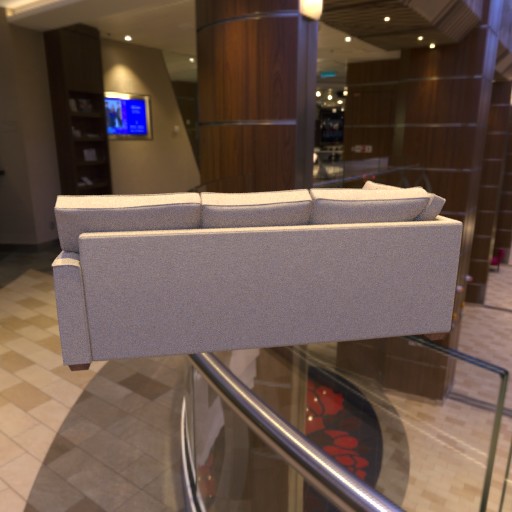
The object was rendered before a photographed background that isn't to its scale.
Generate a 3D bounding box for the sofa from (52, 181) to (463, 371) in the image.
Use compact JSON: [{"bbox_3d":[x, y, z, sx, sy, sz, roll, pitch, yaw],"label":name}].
[{"bbox_3d":[0.000,0.000,2.969,2.317,0.962,1.061,-3,15,-10],"label":"sofa"}]
